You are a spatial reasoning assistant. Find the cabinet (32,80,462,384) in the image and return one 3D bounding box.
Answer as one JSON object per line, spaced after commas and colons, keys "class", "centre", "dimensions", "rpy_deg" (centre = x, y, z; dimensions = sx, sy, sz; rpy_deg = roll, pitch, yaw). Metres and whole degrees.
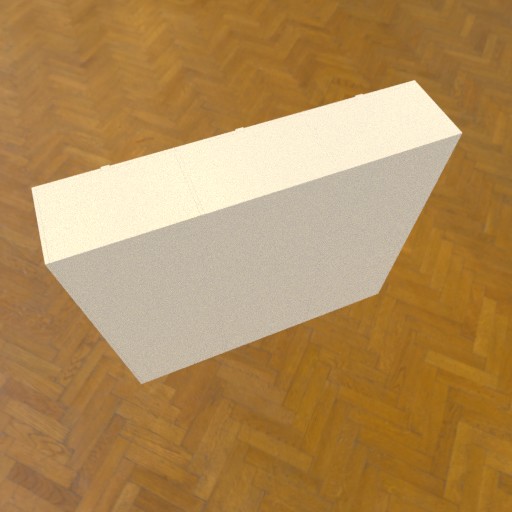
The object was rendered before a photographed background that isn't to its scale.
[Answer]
{"class": "cabinet", "centre": [0.000, 0.000, 3.818], "dimensions": [2.700, 2.370, 0.590], "rpy_deg": [-19, 61, -11]}
